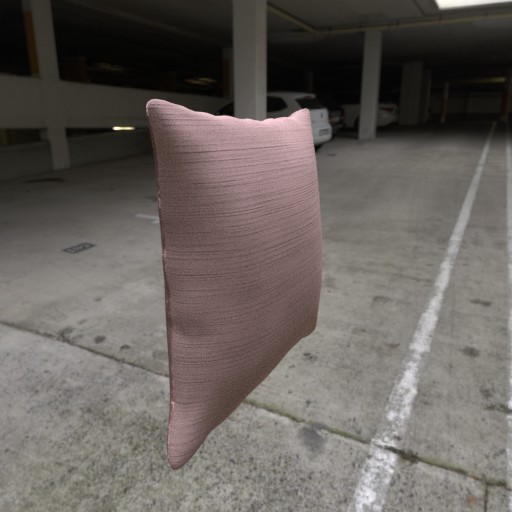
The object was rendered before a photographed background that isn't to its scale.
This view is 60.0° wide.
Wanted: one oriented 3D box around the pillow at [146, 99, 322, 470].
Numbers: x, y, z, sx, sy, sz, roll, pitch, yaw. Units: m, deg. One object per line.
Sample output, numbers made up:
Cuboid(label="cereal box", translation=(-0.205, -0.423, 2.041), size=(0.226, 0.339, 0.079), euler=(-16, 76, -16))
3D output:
Cuboid(label="pillow", translation=(0.000, 0.000, 0.712), size=(0.175, 0.464, 0.470), euler=(8, 19, 26))
